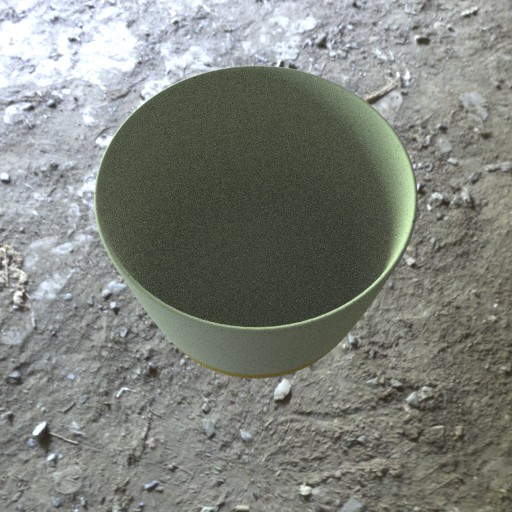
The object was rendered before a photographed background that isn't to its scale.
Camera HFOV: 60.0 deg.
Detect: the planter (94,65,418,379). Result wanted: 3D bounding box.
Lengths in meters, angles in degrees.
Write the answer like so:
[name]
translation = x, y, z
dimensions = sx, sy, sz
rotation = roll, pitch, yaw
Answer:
[planter]
translation = 0.000, 0.000, 0.364
dimensions = 0.195, 0.214, 0.195
rotation = 0, 63, 0
